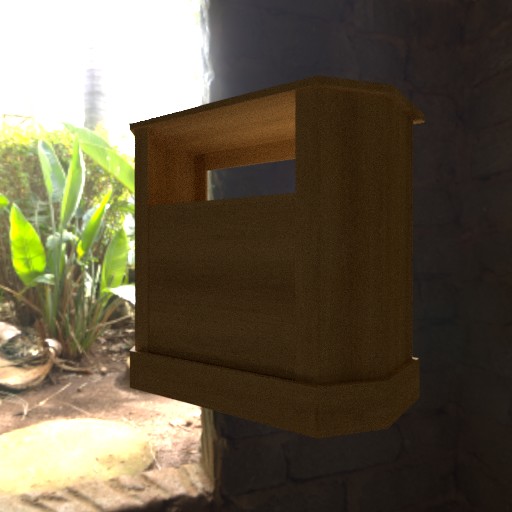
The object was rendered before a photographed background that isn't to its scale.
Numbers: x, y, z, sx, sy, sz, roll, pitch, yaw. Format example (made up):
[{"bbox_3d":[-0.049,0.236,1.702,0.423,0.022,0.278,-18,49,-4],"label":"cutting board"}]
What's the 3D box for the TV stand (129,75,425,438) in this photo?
[{"bbox_3d":[0.000,0.000,1.306,0.851,0.781,0.425,0,1,35],"label":"TV stand"}]
